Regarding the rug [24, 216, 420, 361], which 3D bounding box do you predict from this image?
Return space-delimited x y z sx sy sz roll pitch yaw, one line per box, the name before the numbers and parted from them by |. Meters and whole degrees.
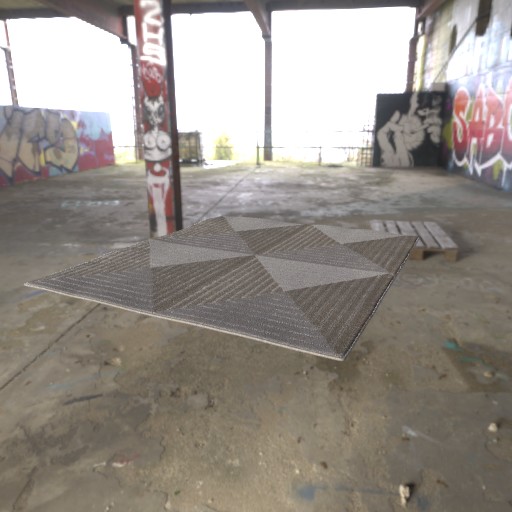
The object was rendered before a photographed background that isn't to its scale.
rug | 0.000 0.000 0.890 0.551 0.008 0.642 8 19 26
